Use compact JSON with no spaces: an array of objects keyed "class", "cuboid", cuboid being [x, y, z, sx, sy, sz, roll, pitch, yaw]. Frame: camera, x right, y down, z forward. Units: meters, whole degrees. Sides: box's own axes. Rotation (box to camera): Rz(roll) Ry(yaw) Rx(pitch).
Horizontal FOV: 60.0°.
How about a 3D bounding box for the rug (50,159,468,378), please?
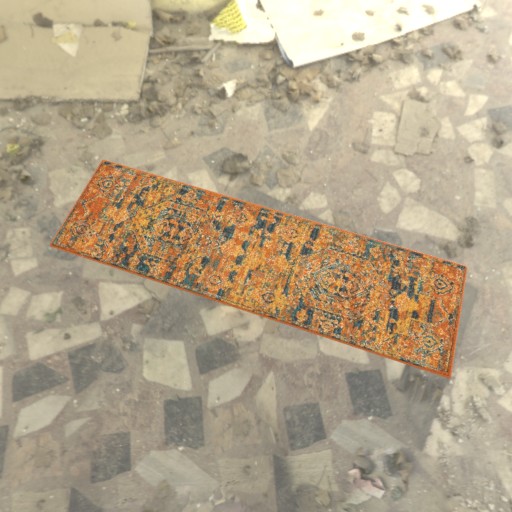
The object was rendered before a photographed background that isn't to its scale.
[{"class":"rug","cuboid":[0.000,0.000,2.500,2.274,0.016,0.651,17,65,8]}]
